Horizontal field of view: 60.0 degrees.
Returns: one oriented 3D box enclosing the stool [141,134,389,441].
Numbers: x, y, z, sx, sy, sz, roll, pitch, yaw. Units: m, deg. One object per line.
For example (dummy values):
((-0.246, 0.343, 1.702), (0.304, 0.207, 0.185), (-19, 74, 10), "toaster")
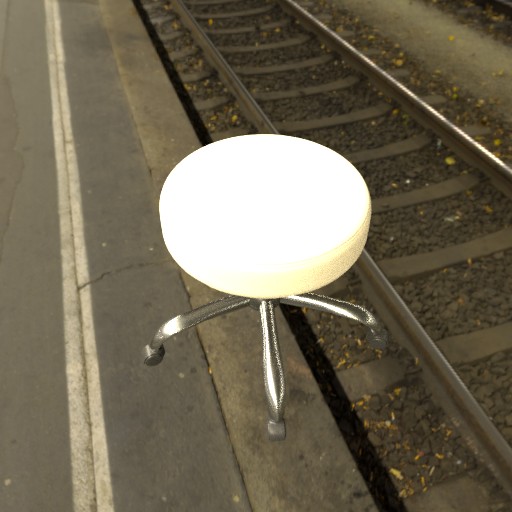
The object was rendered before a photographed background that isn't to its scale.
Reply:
((0.000, 0.000, 1.061), (0.634, 0.482, 0.614), (-32, 53, -27), "stool")
